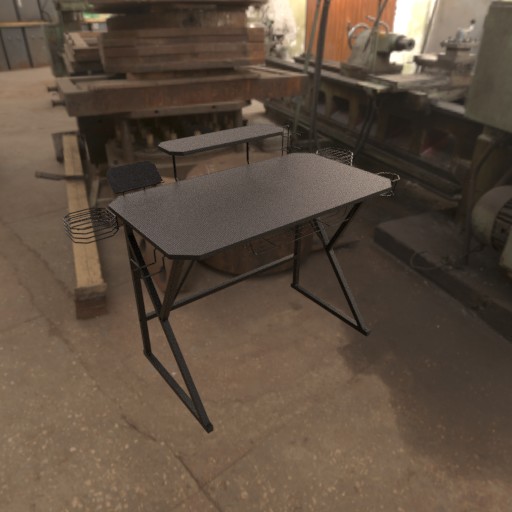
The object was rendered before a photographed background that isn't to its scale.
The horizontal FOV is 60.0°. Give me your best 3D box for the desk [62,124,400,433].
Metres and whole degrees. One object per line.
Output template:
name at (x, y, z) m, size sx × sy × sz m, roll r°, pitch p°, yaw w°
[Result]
desk at (0.000, 0.000, 1.781) m, size 1.290 × 0.880 × 0.580 m, roll -21°, pitch 36°, yaw -32°
